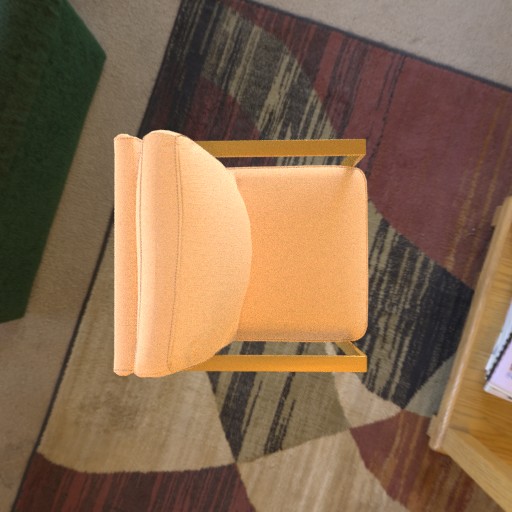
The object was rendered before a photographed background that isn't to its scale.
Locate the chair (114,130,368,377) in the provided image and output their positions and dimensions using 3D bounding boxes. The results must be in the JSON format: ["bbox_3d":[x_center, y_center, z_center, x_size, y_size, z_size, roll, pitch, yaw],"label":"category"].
[{"bbox_3d":[0.000,0.000,1.549,0.813,0.956,0.758,0,89,0],"label":"chair"}]
